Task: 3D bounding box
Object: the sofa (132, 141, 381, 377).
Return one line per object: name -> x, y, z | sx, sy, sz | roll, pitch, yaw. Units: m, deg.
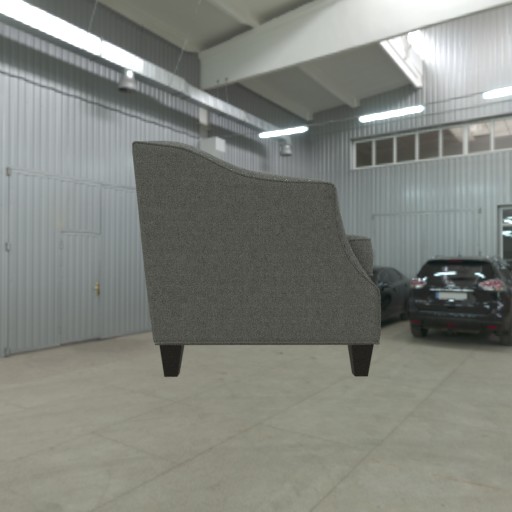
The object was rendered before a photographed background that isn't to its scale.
sofa -> 0.000, 0.000, 2.694 | 0.914, 0.901, 2.235 | 0, -1, 0
